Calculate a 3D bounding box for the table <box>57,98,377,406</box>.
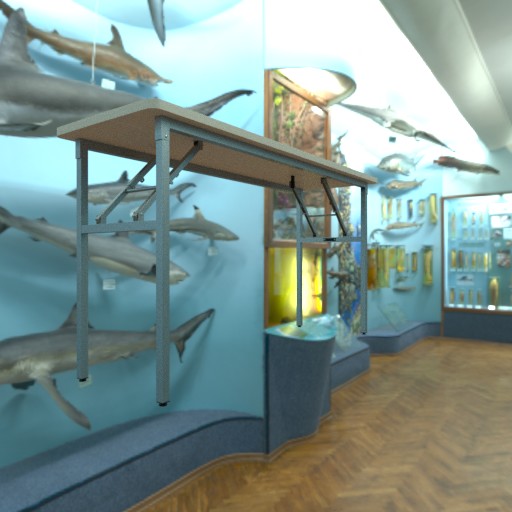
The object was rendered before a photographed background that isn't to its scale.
[{"bbox_3d":[0.000,0.000,1.728,0.446,0.750,1.397,0,0,37],"label":"table"}]
